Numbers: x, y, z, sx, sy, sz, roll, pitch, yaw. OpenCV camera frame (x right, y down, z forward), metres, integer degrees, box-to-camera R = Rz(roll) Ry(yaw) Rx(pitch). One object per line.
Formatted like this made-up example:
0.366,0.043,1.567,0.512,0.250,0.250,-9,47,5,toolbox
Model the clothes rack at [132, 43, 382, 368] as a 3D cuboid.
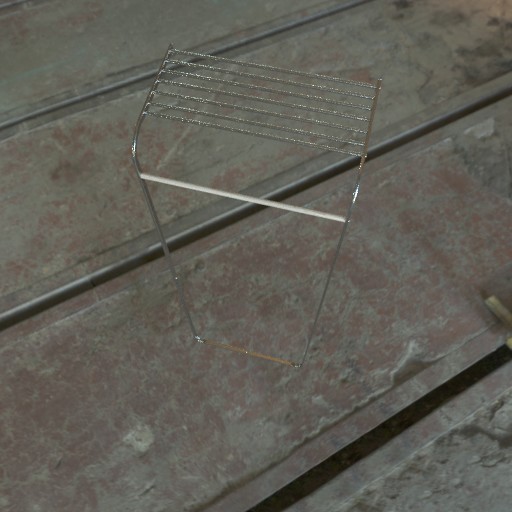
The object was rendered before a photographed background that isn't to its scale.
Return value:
0.000,0.000,1.821,0.609,1.574,0.349,13,61,7,clothes rack
